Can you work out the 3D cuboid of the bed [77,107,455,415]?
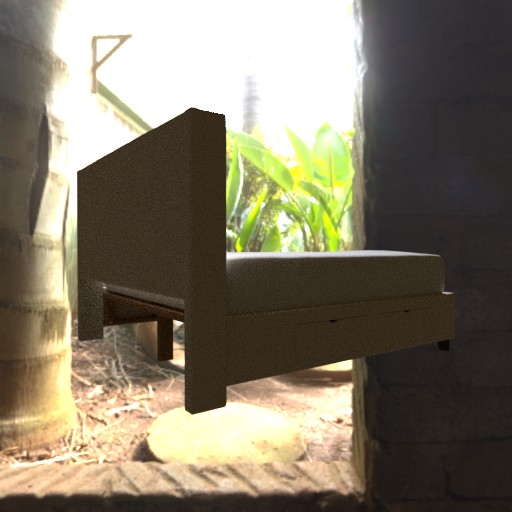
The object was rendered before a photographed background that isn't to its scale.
[{"bbox_3d":[0.000,0.000,3.625,2.293,1.471,2.145,-1,1,-36],"label":"bed"}]
